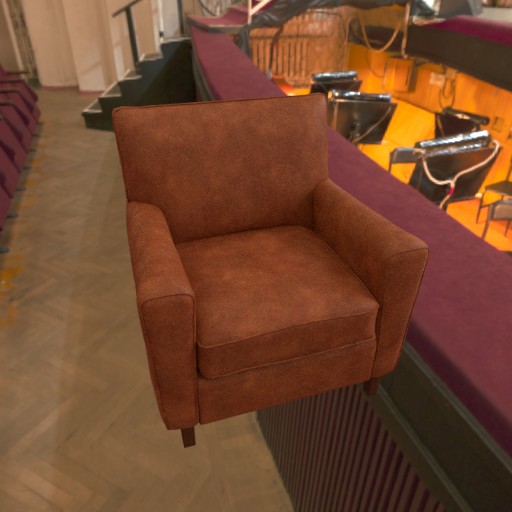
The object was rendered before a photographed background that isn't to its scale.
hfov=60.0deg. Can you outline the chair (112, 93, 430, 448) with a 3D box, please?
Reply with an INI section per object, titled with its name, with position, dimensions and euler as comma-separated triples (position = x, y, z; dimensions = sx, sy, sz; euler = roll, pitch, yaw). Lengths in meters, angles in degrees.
[chair]
position = 0.000, 0.000, 1.603
dimensions = 0.870, 0.943, 0.823
euler = -10, 33, -15
